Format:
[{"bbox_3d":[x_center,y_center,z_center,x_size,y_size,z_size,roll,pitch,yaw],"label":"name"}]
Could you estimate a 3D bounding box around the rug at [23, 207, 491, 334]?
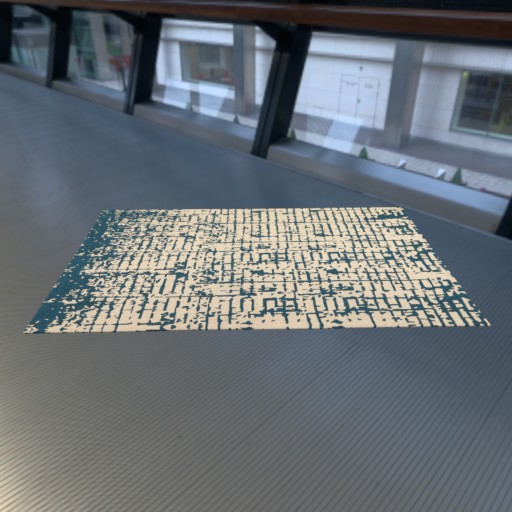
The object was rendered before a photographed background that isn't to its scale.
[{"bbox_3d":[0.000,0.000,2.959,2.435,0.011,1.517,-1,30,-1],"label":"rug"}]
